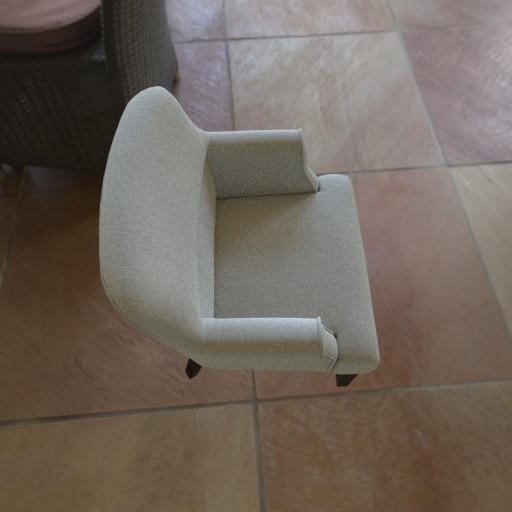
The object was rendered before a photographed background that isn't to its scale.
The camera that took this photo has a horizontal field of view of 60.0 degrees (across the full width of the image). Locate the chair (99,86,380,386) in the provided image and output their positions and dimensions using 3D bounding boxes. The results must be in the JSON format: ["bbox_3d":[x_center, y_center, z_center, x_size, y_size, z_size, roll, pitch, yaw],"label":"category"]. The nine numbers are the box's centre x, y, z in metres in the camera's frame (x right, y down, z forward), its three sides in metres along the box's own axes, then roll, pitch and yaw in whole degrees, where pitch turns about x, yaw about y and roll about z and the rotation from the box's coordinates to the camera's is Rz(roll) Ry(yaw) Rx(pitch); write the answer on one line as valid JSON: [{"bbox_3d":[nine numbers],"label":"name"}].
[{"bbox_3d":[0.000,0.000,1.461,0.750,0.875,0.781,-1,62,-1],"label":"chair"}]
